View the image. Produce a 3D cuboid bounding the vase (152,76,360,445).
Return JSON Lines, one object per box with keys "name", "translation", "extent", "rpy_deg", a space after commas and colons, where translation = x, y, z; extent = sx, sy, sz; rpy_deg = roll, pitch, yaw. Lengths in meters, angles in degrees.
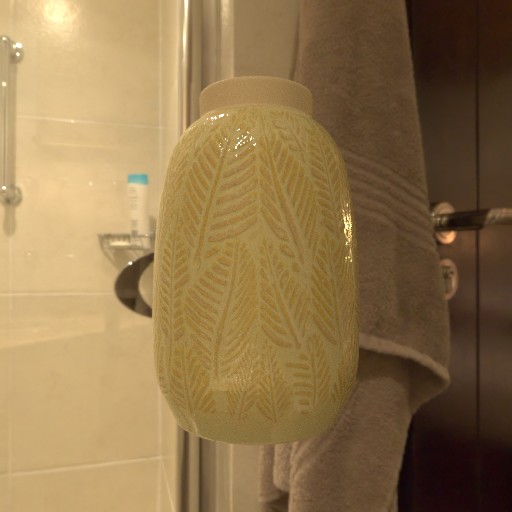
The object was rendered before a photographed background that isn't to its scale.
{"name": "vase", "translation": [0.000, 0.000, 0.378], "extent": [0.172, 0.270, 0.172], "rpy_deg": [0, -1, 0]}
